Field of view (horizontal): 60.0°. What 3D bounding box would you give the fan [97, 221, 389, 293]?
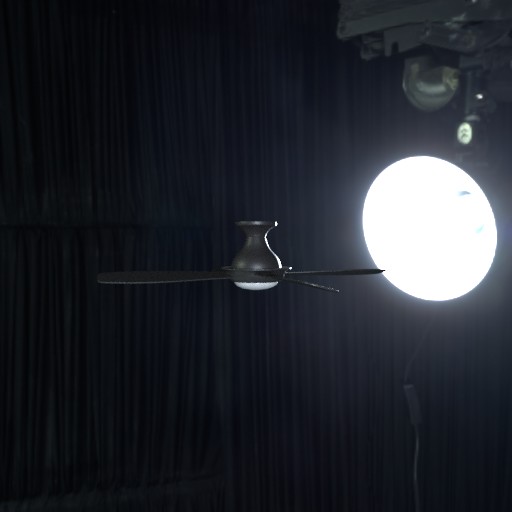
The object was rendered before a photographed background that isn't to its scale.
[{"bbox_3d":[0.000,0.000,2.512,1.694,0.382,1.694,0,2,-18],"label":"fan"}]
